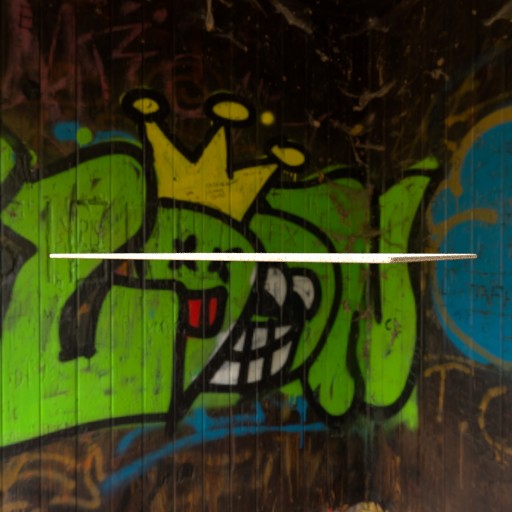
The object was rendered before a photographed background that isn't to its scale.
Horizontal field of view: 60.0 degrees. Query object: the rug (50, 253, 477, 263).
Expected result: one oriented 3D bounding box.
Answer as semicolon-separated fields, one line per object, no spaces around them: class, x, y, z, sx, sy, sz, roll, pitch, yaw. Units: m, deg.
rug;0.000;0.000;3.372;2.743;0.030;1.778;0;1;37
